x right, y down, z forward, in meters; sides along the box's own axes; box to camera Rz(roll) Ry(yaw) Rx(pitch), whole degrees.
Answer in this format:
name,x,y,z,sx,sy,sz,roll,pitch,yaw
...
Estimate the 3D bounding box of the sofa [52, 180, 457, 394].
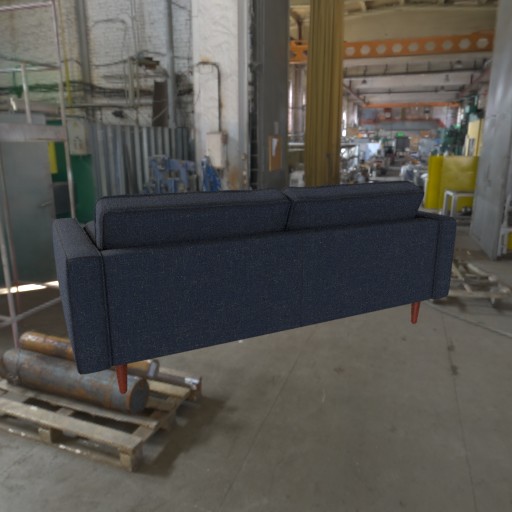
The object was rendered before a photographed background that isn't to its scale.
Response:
name,x,y,z,sx,sy,sz,roll,pitch,yaw
sofa,0.000,0.000,2.305,1.880,0.762,0.914,-7,16,-26
